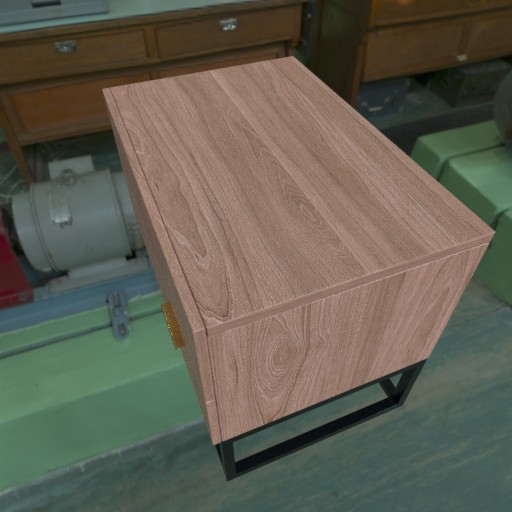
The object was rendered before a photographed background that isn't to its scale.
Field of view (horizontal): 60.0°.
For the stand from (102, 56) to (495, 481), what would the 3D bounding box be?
[{"bbox_3d":[0.000,0.000,0.887,0.420,0.500,0.600,-17,48,-15],"label":"stand"}]
